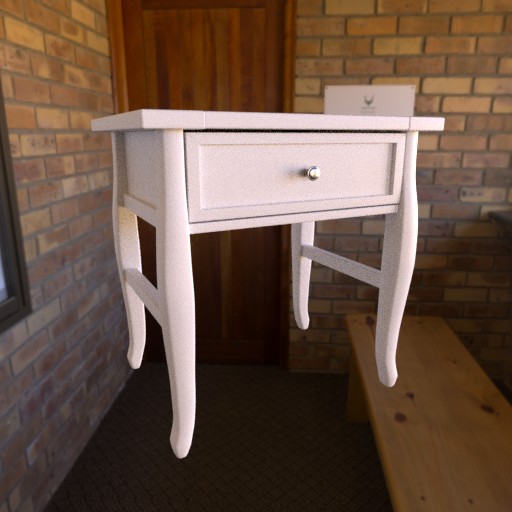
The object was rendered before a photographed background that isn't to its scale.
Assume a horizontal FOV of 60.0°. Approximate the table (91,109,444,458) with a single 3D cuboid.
[{"bbox_3d":[0.000,0.000,1.015,0.599,0.605,0.463,-8,17,-27],"label":"table"}]
